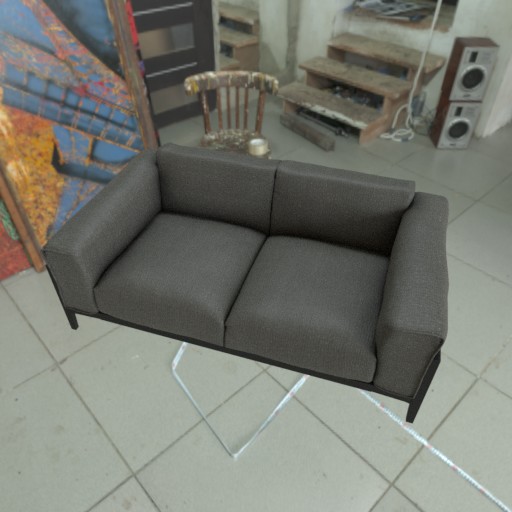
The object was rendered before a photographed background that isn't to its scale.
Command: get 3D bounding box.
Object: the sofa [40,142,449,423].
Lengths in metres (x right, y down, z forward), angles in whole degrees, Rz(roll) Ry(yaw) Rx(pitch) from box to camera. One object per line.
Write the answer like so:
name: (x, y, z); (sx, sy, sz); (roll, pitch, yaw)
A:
sofa: (0.000, 0.000, 2.171); (1.690, 0.656, 0.960); (12, 42, 13)
